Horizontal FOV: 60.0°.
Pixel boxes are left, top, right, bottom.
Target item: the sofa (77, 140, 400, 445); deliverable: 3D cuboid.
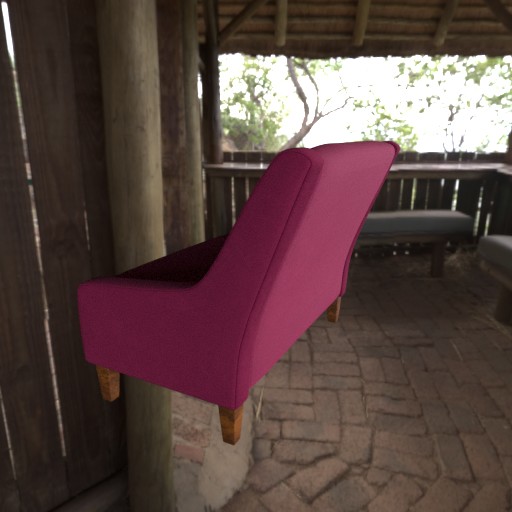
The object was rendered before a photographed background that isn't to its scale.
[{"bbox_3d":[0.000,0.000,1.941,0.946,0.976,1.242,8,17,26],"label":"sofa"}]
